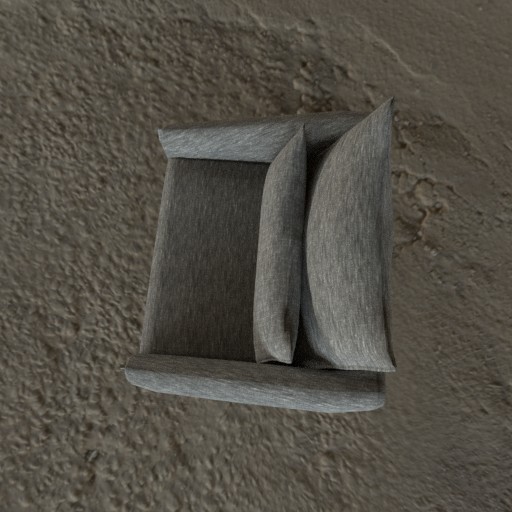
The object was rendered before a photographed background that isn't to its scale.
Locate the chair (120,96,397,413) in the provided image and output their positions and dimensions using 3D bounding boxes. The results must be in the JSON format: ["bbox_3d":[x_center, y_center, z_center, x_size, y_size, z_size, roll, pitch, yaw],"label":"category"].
[{"bbox_3d":[0.000,0.000,1.569,0.805,0.842,1.004,4,74,1],"label":"chair"}]
